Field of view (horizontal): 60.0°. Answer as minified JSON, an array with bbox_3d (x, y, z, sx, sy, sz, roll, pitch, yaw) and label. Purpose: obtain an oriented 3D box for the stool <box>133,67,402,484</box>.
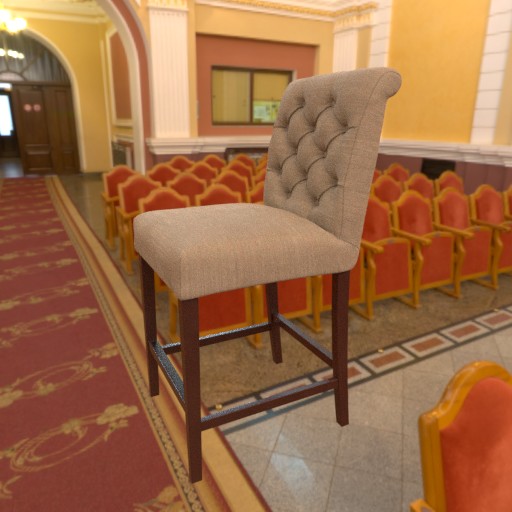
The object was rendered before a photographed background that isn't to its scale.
[{"bbox_3d":[0.000,0.000,1.379,0.660,1.084,0.486,-9,19,-26],"label":"stool"}]
